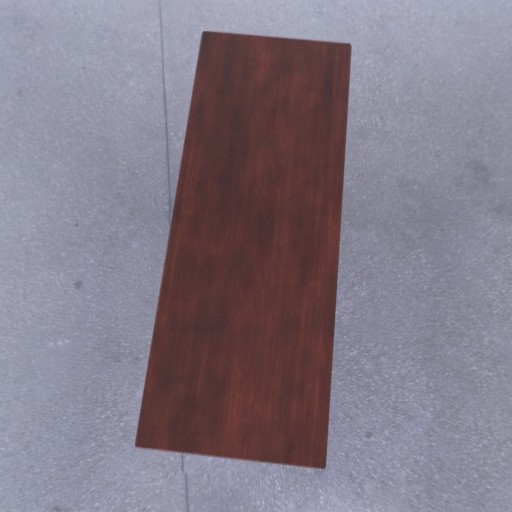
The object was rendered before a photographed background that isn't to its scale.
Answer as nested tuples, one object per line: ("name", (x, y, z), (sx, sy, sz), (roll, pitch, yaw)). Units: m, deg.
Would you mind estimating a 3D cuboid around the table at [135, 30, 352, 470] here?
("table", (0.000, 0.000, 1.534), (0.459, 0.740, 1.184), (6, 75, 2))
